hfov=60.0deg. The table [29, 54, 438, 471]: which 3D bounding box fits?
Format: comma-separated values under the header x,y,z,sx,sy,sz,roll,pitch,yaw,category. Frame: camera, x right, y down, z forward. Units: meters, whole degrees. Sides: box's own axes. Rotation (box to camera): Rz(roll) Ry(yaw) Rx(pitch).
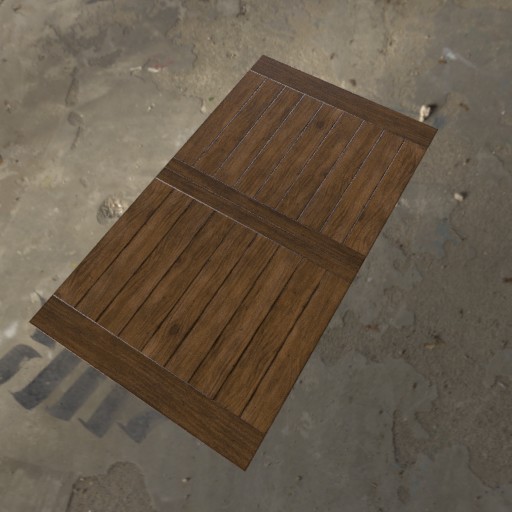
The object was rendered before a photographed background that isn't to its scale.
x,y,z,sx,sy,sz,roll,pitch,yaw,category
0.000,0.000,2.151,0.931,0.757,1.641,29,67,13,table
